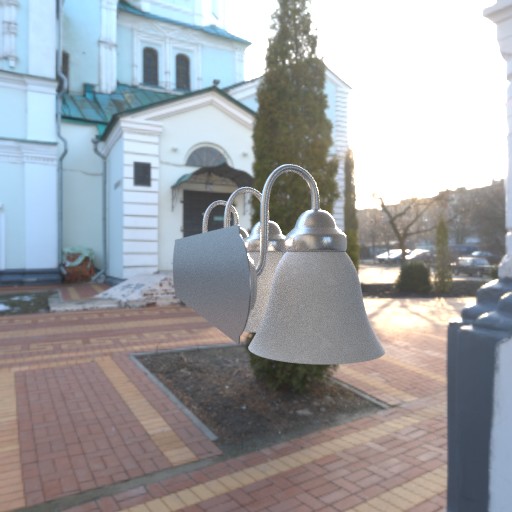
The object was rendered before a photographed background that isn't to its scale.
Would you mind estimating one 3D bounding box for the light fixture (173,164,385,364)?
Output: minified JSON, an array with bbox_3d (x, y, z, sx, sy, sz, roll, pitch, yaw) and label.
[{"bbox_3d":[0.000,0.000,0.721,0.199,0.222,0.610,0,0,-17],"label":"light fixture"}]
